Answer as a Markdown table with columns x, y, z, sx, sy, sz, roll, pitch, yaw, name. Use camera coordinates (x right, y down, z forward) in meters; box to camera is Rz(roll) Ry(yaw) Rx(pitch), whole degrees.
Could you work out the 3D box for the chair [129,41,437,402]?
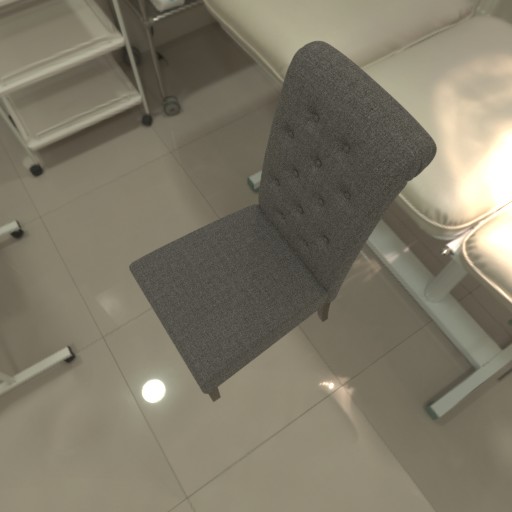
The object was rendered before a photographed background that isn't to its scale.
| x | y | z | sx | sy | sz | roll | pitch | yaw | name |
| --- | --- | --- | --- | --- | --- | --- | --- | --- | --- |
| 0.000 | 0.000 | 1.329 | 0.671 | 1.006 | 0.456 | -31 | 67 | -15 | chair |
